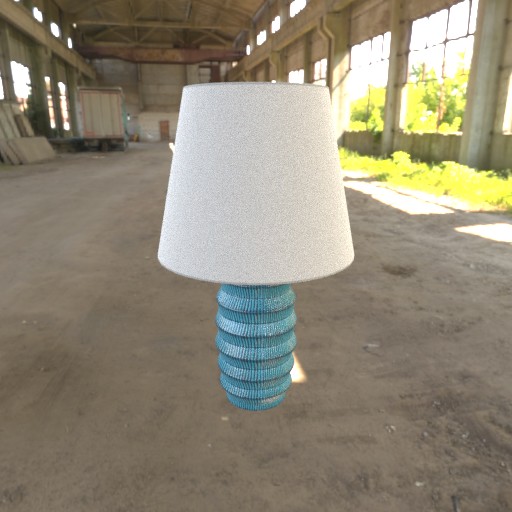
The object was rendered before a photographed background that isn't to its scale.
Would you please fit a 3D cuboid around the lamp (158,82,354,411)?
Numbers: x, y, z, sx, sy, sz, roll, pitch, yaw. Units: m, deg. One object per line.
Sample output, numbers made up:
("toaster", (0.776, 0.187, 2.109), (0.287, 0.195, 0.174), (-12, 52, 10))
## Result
("lamp", (0.000, 0.000, 0.820), (0.355, 0.582, 0.355), (0, 17, 0))
